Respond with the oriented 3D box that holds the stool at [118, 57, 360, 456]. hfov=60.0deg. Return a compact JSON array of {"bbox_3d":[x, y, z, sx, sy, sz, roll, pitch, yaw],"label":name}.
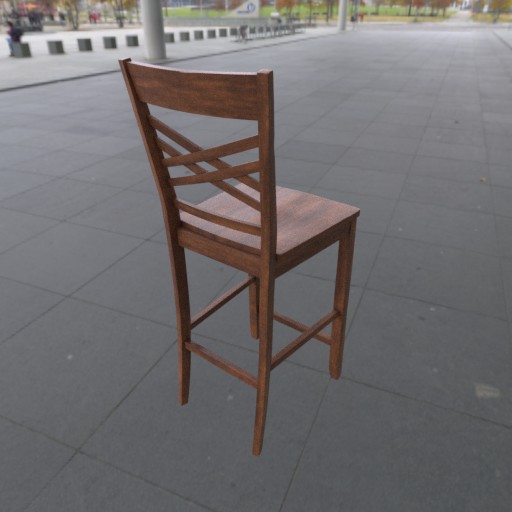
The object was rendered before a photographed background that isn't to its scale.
[{"bbox_3d":[0.000,0.000,1.326,0.426,1.098,0.504,21,35,33],"label":"stool"}]
